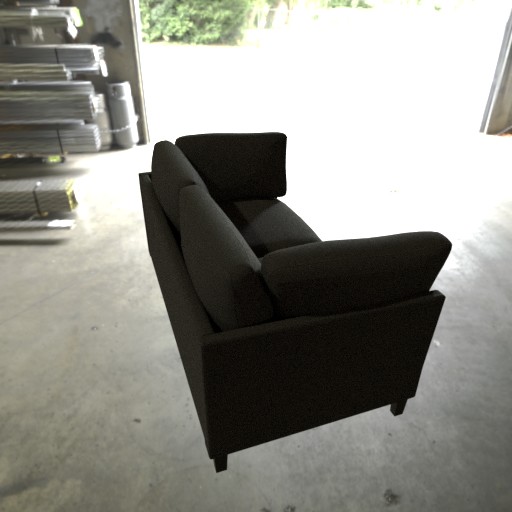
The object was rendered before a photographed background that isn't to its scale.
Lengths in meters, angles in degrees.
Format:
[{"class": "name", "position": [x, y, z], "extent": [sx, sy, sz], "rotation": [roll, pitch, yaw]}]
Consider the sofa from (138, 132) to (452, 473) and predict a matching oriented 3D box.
[{"class": "sofa", "position": [0.000, 0.000, 2.333], "extent": [0.969, 0.920, 1.751], "rotation": [-10, 32, -17]}]
